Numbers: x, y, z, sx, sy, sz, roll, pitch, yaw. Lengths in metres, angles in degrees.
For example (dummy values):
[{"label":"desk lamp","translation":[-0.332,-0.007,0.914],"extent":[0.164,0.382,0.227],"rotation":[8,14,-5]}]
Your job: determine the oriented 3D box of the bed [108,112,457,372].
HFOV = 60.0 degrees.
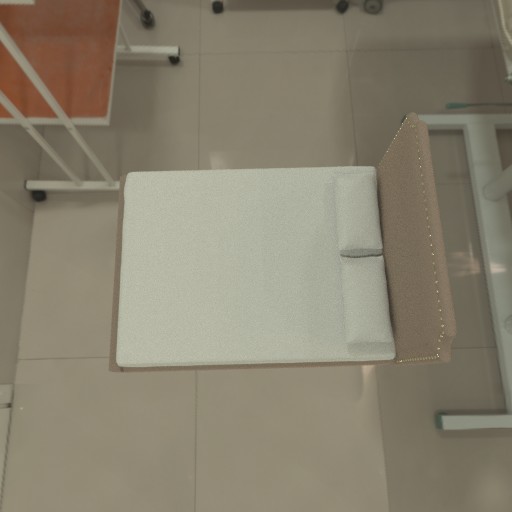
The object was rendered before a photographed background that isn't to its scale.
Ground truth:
[{"label":"bed","translation":[0.000,0.000,3.450],"extent":[2.372,1.443,1.713],"rotation":[-1,75,0]}]
